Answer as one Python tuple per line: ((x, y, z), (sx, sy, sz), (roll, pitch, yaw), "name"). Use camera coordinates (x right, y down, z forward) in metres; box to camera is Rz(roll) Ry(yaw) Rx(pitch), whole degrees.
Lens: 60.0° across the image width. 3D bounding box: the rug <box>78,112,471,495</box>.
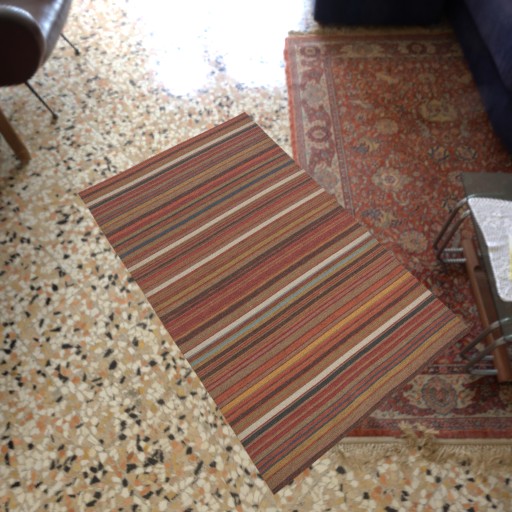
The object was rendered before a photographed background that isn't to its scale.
((0.000, 0.000, 3.012), (1.523, 0.008, 2.438), (-32, 64, -18), "rug")
